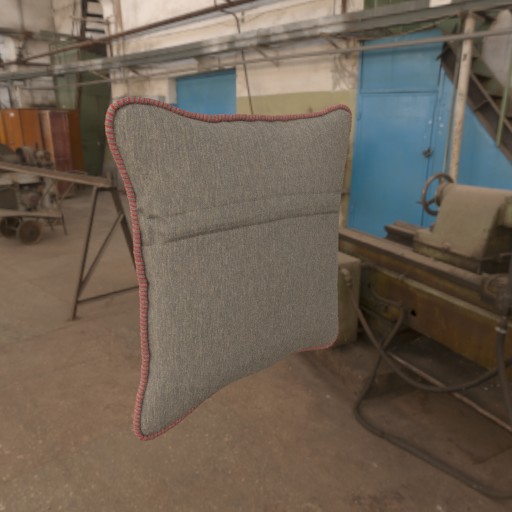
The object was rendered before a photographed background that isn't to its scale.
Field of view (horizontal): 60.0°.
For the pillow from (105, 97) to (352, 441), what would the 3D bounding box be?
[{"bbox_3d":[0.000,0.000,0.741,0.482,0.491,0.124,-15,22,-40],"label":"pillow"}]
